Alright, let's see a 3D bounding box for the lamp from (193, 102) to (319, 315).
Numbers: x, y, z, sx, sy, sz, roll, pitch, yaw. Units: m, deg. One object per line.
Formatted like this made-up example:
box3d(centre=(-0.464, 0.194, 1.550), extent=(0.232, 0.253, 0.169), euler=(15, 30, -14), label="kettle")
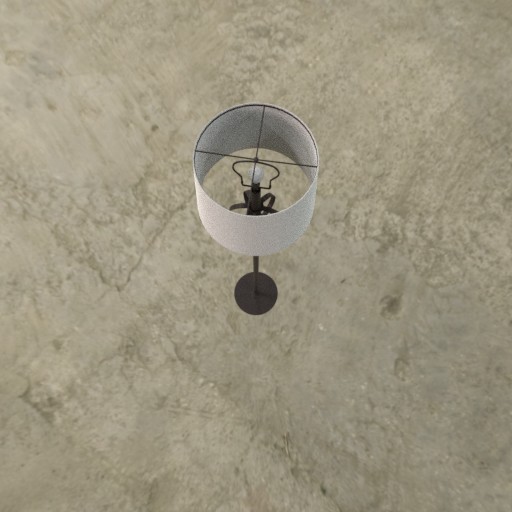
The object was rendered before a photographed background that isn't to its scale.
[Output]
box3d(centre=(0.000, 0.000, 1.585), extent=(0.286, 1.462, 0.286), euler=(-21, 76, -6), label="lamp")
